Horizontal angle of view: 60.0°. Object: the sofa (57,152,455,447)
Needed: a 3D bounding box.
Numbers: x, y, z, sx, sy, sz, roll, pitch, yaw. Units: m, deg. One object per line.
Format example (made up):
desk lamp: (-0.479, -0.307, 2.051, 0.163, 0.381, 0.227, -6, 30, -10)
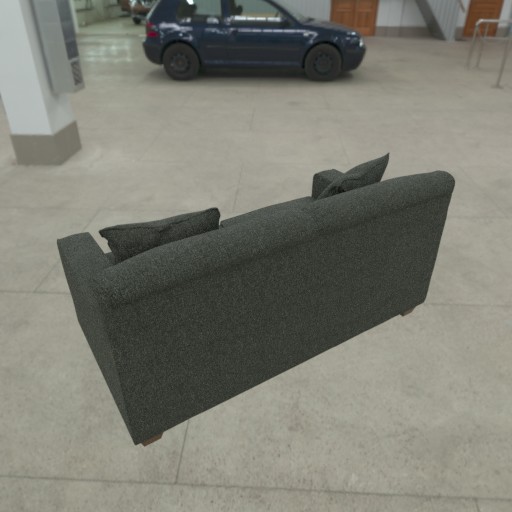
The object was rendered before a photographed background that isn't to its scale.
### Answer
sofa: (0.000, 0.000, 2.417, 1.846, 0.958, 0.998, -19, 37, -27)
